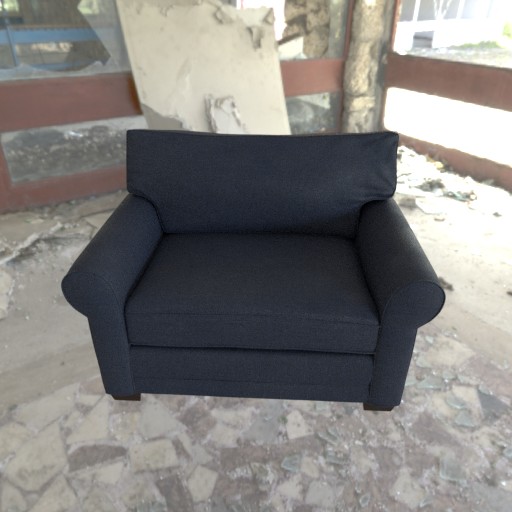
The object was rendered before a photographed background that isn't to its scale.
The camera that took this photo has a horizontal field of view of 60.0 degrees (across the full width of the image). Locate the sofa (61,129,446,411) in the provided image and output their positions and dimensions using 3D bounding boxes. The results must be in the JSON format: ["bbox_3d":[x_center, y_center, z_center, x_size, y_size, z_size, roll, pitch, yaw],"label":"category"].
[{"bbox_3d":[0.000,0.000,2.039,1.405,1.004,0.938,2,30,3],"label":"sofa"}]
